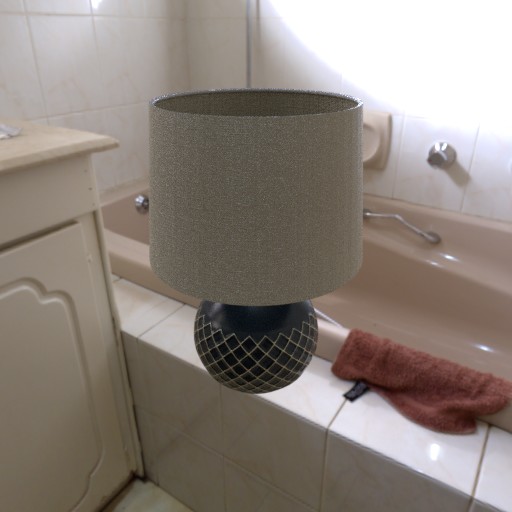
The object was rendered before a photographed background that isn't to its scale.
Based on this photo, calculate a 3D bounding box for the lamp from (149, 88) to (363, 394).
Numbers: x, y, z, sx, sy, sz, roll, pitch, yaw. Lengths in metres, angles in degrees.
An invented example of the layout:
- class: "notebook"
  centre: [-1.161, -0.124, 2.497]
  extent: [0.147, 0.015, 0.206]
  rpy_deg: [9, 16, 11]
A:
- class: "lamp"
  centre: [0.000, 0.000, 0.805]
  extent: [0.376, 0.540, 0.376]
  rpy_deg: [0, 27, 0]
